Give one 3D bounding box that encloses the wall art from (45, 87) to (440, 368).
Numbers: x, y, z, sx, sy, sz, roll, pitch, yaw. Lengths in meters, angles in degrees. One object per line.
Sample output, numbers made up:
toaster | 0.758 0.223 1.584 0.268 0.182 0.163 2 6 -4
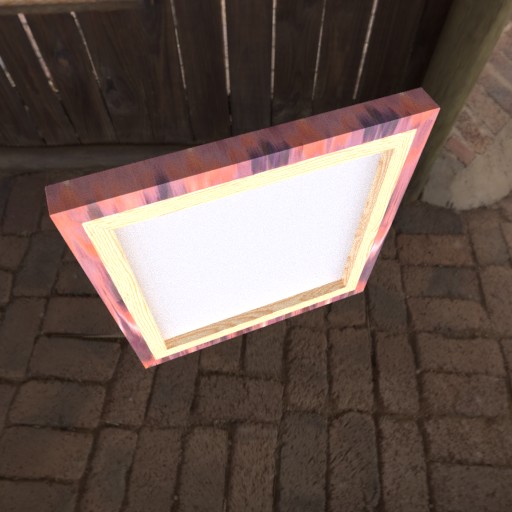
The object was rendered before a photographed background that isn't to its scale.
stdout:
wall art | 0.000 0.000 0.608 0.403 0.406 0.038 -18 59 -11
